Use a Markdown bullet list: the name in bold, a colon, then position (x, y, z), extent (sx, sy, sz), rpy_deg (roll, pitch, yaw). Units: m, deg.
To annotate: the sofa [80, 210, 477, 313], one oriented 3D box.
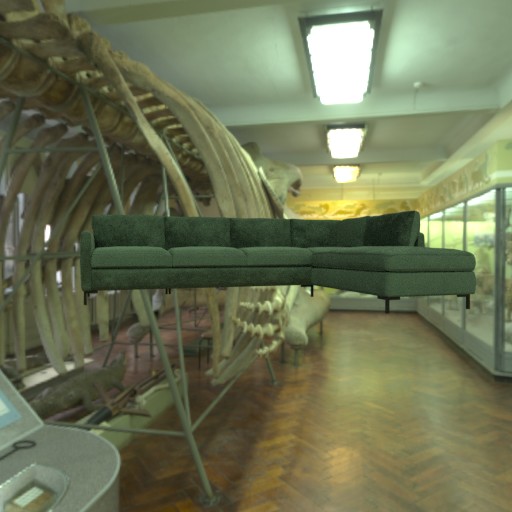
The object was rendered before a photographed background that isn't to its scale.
- **sofa**: position (0.000, 0.000, 3.290), extent (2.486, 0.687, 1.707), rpy_deg (0, 1, -19)
